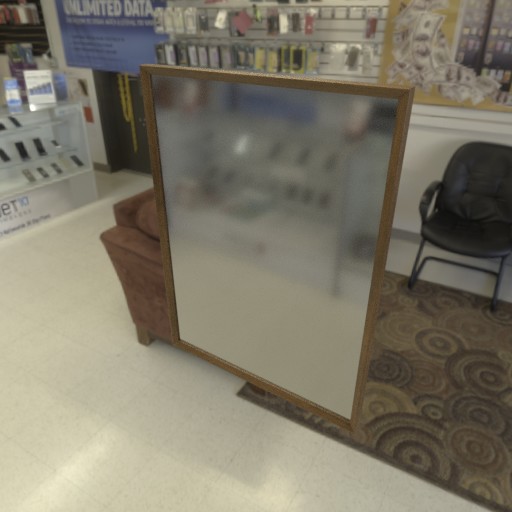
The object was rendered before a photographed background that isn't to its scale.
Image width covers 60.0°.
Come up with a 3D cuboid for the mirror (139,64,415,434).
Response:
[{"bbox_3d":[0.000,0.000,1.327,0.762,1.016,0.041,18,34,29],"label":"mirror"}]
